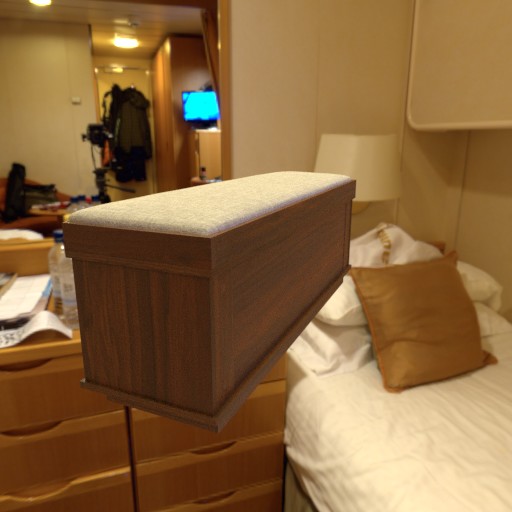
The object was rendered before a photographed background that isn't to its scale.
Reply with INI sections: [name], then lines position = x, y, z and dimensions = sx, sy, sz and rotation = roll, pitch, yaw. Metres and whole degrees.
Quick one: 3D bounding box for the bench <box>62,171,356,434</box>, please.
[bench]
position = 0.000, 0.000, 1.419
dimensions = 0.367, 0.468, 1.196
rotation = 7, 16, 23
